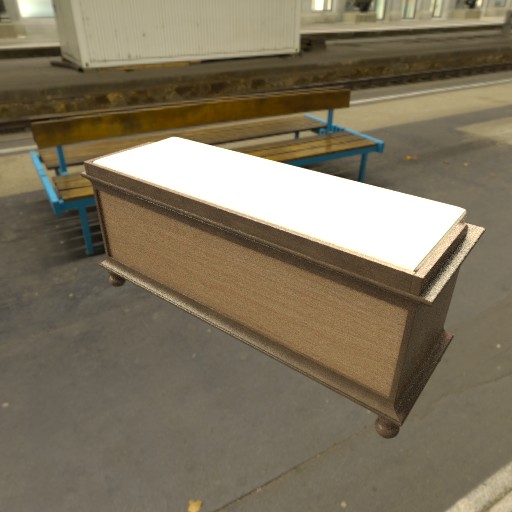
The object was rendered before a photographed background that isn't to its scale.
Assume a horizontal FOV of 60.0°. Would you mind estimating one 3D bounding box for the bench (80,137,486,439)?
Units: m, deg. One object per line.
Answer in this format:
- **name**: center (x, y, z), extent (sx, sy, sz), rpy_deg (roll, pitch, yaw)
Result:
- **bench**: center (0.000, 0.000, 1.418), extent (1.185, 0.501, 0.402), rpy_deg (22, 37, 32)
